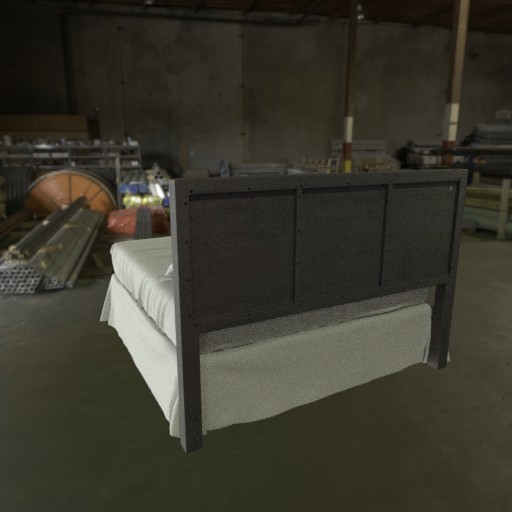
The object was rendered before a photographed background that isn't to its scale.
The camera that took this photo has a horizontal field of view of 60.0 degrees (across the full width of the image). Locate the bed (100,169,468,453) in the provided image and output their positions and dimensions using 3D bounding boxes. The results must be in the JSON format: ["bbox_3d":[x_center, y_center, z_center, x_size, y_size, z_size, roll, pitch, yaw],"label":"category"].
[{"bbox_3d":[0.000,0.000,2.869,1.772,1.142,1.785,-7,16,-27],"label":"bed"}]
